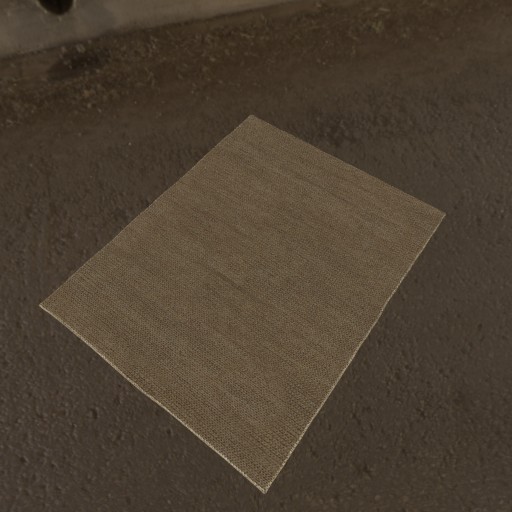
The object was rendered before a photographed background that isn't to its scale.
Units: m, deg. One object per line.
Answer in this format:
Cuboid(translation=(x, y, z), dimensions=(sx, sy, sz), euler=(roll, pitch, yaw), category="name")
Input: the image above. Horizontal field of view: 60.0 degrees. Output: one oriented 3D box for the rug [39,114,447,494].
Cuboid(translation=(0.000, 0.000, 4.103), dimensions=(2.429, 0.030, 3.052), euler=(32, 63, 19), category="rug")
